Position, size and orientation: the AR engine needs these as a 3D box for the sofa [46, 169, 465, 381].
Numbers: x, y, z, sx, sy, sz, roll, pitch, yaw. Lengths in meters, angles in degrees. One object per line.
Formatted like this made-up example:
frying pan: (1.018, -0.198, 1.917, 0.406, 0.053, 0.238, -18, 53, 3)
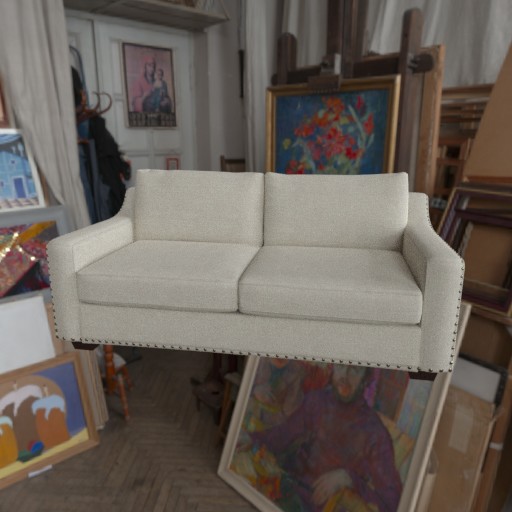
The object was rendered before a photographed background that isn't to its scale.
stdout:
sofa: (0.000, 0.000, 2.693, 2.107, 0.983, 1.104, 3, 15, 10)
